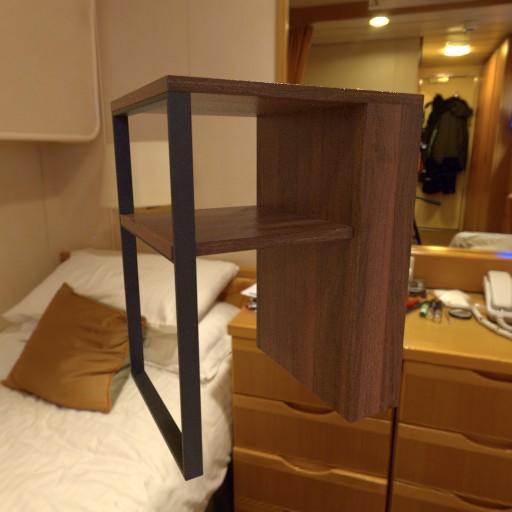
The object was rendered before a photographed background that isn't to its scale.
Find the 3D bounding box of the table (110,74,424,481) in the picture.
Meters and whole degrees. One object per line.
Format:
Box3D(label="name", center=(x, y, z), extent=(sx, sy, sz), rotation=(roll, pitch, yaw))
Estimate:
Box3D(label="table", center=(0.000, 0.000, 1.545), extent=(0.786, 1.041, 0.660), rotation=(-7, 15, -27))
